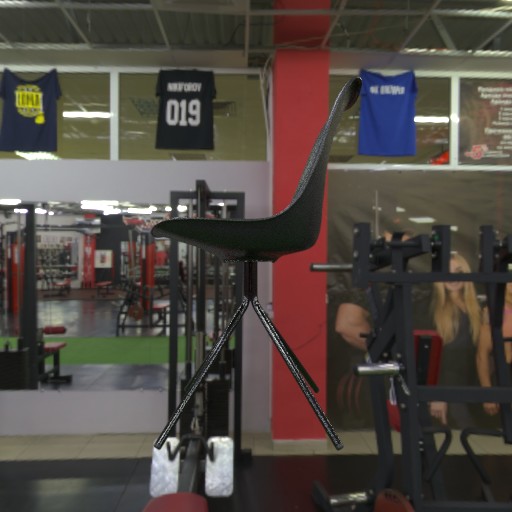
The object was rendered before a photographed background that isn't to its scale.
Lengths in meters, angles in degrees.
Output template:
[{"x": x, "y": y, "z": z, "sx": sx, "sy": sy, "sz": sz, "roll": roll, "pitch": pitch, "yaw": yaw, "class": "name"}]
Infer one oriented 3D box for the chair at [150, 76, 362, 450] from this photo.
[{"x": 0.000, "y": 0.000, "z": 1.168, "sx": 0.525, "sy": 0.850, "sz": 0.461, "roll": 0, "pitch": 1, "yaw": 1, "class": "chair"}]
